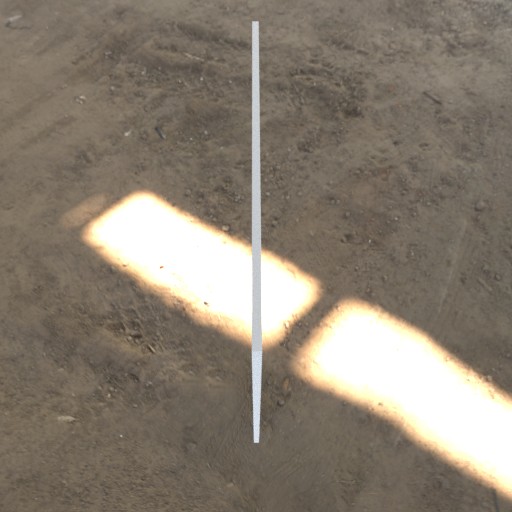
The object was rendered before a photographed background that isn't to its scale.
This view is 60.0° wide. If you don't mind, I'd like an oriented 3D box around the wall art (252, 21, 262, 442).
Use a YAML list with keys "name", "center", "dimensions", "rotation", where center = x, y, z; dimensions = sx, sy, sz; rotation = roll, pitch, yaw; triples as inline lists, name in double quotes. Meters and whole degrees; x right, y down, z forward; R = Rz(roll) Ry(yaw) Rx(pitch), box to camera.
- name: "wall art"
  center: [0.000, 0.000, 1.190]
  dimensions: [0.015, 0.812, 0.812]
  rotation: [0, 59, 0]
